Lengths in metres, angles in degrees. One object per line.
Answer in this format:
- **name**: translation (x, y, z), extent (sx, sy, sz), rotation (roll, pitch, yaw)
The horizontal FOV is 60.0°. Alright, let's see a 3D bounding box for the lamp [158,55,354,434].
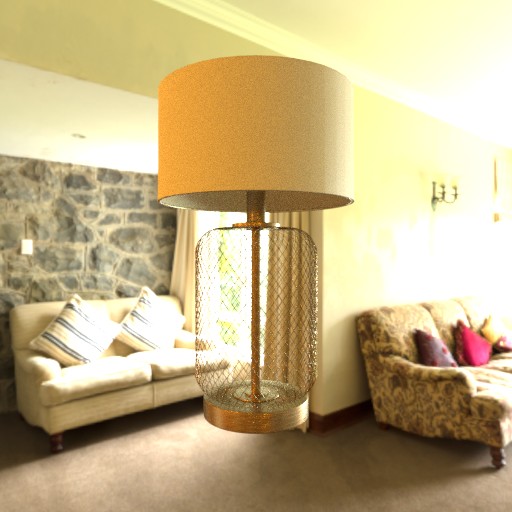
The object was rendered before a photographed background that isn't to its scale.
- **lamp**: translation (0.000, 0.000, 0.814), extent (0.353, 0.578, 0.353), rotation (0, 0, 0)
